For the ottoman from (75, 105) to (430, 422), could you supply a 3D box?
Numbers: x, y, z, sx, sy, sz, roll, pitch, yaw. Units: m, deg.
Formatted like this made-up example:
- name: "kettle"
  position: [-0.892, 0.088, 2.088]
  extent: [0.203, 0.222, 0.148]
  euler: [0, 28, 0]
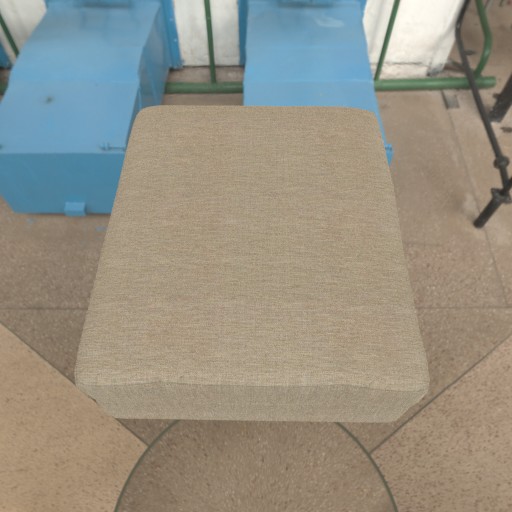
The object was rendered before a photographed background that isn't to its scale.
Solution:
- name: "ottoman"
  position: [0.000, 0.000, 1.413]
  extent: [0.836, 0.492, 0.976]
  euler: [1, 57, 0]
